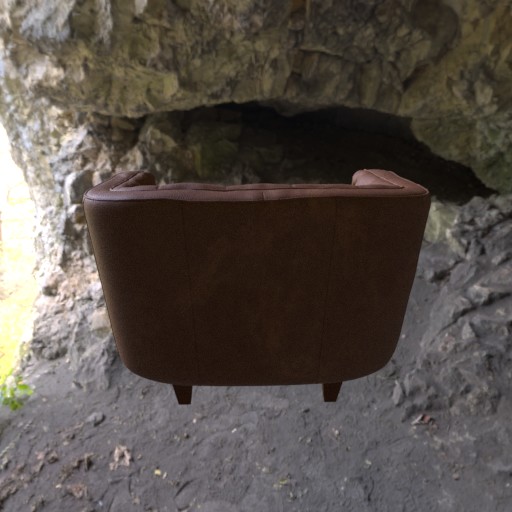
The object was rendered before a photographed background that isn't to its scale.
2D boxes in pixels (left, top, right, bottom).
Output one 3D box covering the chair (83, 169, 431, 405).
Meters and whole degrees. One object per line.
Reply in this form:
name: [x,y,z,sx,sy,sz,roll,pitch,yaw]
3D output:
chair: [0.000,0.000,1.745,1.119,0.836,0.911,-1,29,-1]
